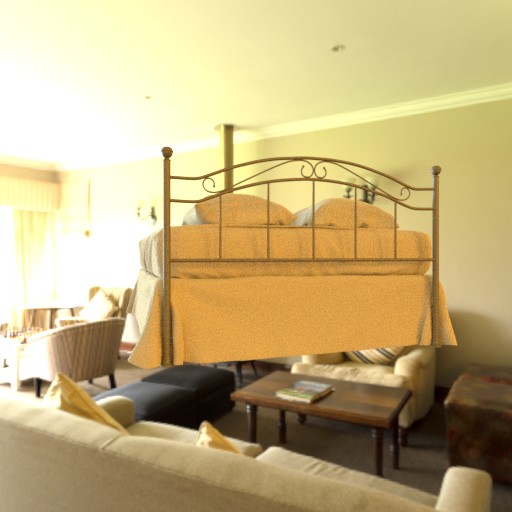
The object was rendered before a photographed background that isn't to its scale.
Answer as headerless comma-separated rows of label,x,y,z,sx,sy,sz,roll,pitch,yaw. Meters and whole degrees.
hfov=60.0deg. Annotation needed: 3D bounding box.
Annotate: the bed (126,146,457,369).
bed,0.000,0.000,3.415,1.936,1.080,2.215,0,0,-17
